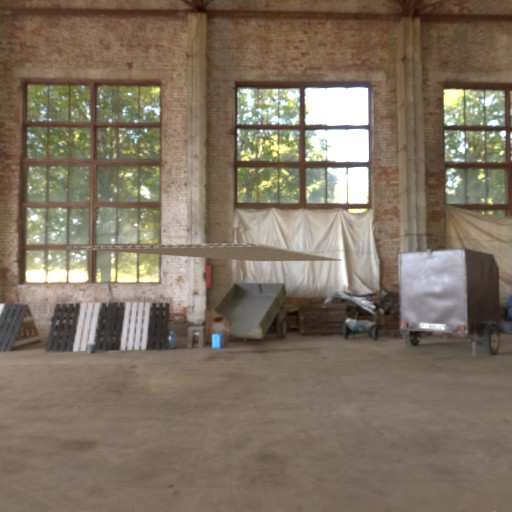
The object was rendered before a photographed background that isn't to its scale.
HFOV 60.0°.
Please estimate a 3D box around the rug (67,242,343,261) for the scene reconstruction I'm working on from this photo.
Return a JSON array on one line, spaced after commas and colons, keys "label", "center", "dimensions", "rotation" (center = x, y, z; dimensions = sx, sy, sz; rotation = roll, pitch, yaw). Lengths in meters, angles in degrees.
[{"label": "rug", "center": [0.000, 0.000, 2.794], "dimensions": [0.786, 0.013, 2.480], "rotation": [-1, -2, 18]}]
